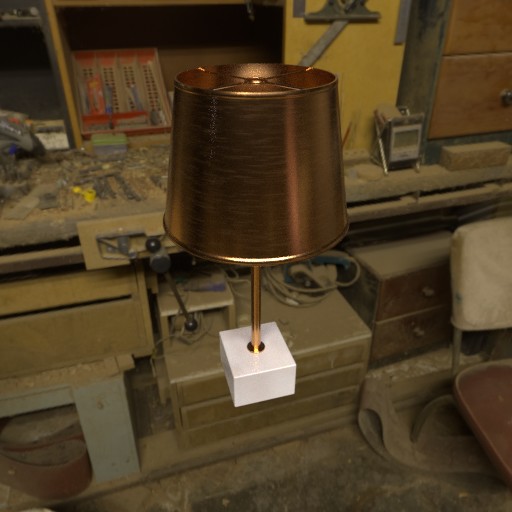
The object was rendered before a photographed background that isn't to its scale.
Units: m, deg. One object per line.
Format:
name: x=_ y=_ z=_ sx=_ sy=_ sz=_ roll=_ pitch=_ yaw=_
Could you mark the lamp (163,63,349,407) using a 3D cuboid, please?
lamp: x=0.000 y=0.000 z=0.531 sx=0.208 sy=0.406 sz=0.208 roll=0 pitch=32 yaw=0
